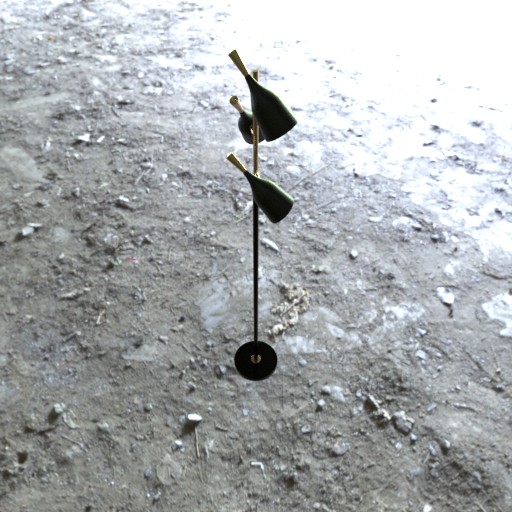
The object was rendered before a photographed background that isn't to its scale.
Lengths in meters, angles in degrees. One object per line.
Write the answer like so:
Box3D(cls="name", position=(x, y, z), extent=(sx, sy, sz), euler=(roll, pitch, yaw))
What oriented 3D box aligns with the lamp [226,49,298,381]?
Box3D(cls="lamp", position=(0.000, 0.000, 1.938), extent=(0.253, 1.778, 0.434), euler=(-9, 47, -9))
